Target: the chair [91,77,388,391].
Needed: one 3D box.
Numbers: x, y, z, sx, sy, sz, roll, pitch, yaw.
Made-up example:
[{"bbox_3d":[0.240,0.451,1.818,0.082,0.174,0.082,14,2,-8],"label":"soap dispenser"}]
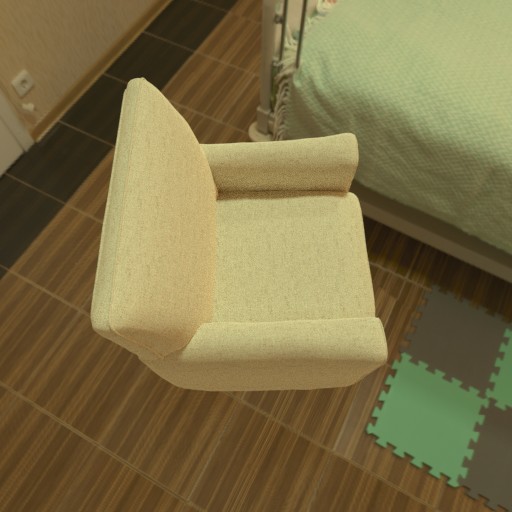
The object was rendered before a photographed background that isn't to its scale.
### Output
[{"bbox_3d":[0.000,0.000,1.630,0.823,0.943,0.870,-1,64,0],"label":"chair"}]
